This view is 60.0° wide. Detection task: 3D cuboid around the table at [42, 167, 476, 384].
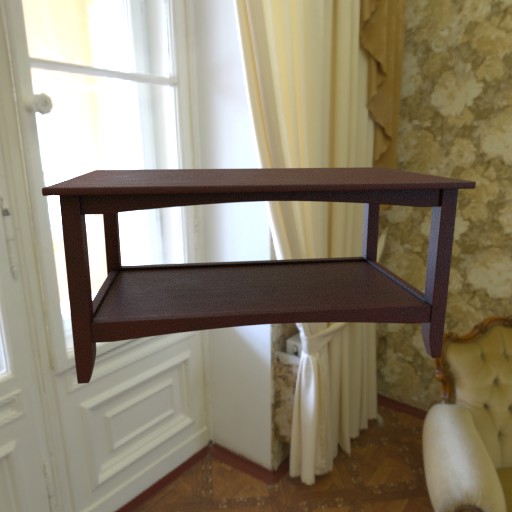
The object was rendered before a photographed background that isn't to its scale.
[{"bbox_3d":[0.000,0.000,1.262,0.943,0.456,0.533,-2,15,-8],"label":"table"}]
